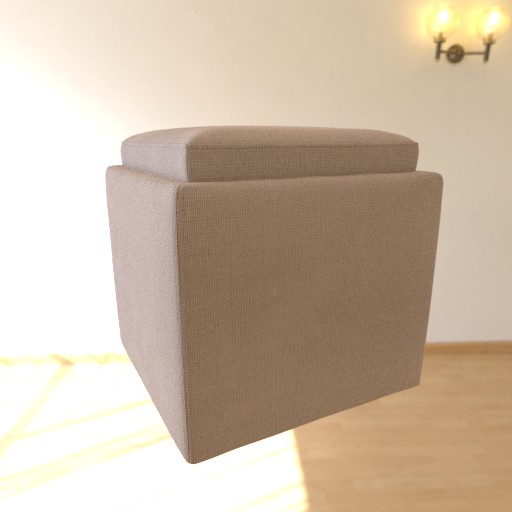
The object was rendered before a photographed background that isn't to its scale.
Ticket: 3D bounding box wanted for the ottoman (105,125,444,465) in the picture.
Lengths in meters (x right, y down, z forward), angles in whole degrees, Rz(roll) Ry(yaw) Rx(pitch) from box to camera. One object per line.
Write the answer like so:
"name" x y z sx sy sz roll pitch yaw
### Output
"ottoman" 0.000 0.000 0.816 0.451 0.460 0.450 -8 17 -27
